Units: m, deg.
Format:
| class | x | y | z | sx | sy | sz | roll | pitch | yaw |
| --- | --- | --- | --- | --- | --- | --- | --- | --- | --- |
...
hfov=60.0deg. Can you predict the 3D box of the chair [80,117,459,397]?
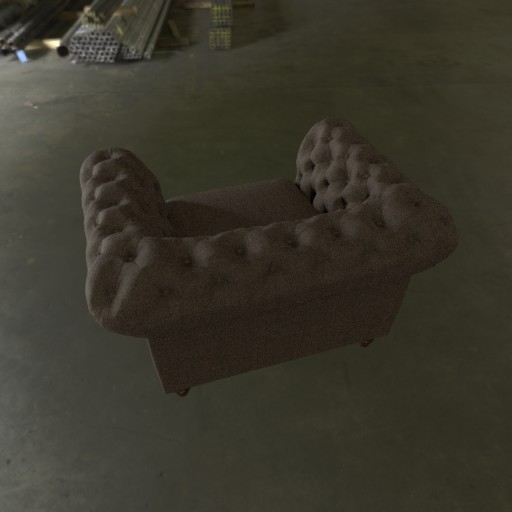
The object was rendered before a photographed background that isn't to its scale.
| class | x | y | z | sx | sy | sz | roll | pitch | yaw |
| --- | --- | --- | --- | --- | --- | --- | --- | --- | --- |
| chair | 0.000 | 0.000 | 1.889 | 1.298 | 0.780 | 0.945 | -12 | 42 | -13 |
